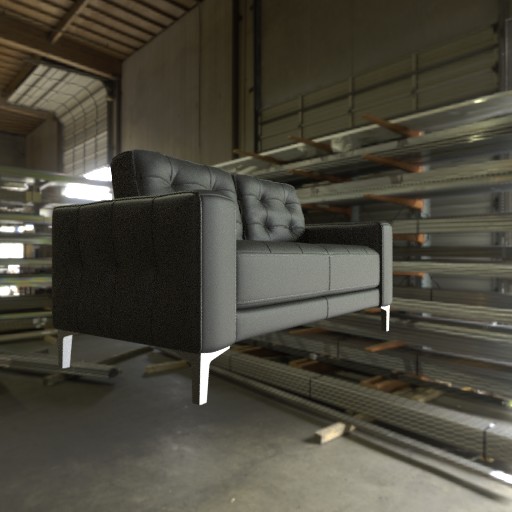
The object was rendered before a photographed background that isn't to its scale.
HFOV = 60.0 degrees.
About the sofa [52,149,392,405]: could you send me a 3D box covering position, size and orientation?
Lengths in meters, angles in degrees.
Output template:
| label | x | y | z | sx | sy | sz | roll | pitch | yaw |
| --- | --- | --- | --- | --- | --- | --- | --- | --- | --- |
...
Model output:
| label | x | y | z | sx | sy | sz | roll | pitch | yaw |
| --- | --- | --- | --- | --- | --- | --- | --- | --- | --- |
| sofa | 0.000 | 0.000 | 2.219 | 0.833 | 0.893 | 1.726 | 0 | 0 | 36 |
